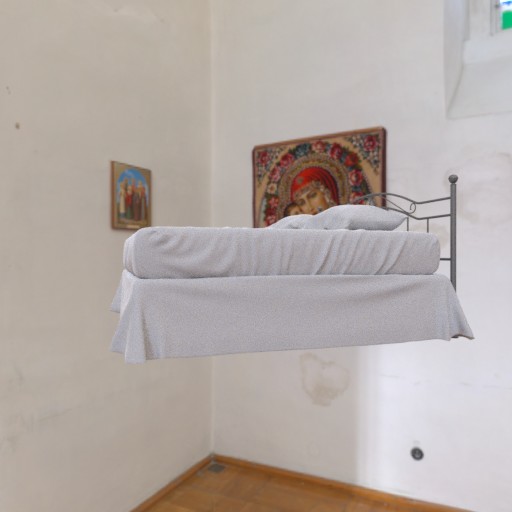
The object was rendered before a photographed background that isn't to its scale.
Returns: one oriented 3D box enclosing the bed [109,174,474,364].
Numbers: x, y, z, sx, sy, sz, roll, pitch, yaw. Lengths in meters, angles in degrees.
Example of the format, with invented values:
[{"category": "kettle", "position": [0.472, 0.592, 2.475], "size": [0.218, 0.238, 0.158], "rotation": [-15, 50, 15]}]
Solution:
[{"category": "bed", "position": [0.000, 0.000, 3.527], "size": [2.220, 1.080, 2.309], "rotation": [0, 0, -18]}]
